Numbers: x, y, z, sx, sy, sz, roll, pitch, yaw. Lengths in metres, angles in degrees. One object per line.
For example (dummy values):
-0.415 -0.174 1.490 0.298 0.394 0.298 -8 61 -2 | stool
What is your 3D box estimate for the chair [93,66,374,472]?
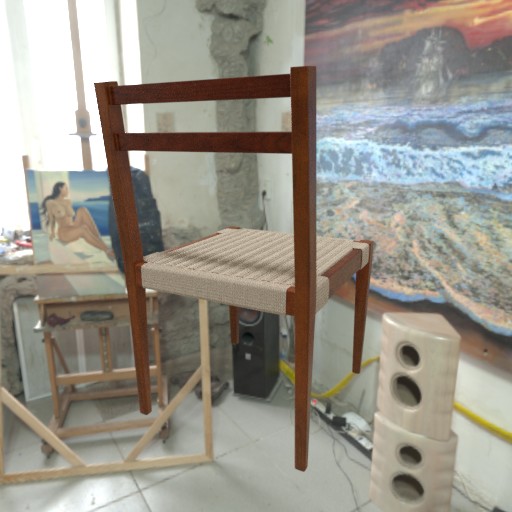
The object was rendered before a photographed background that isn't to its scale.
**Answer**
0.000 0.000 1.189 0.495 0.851 0.569 8 17 27 | chair
